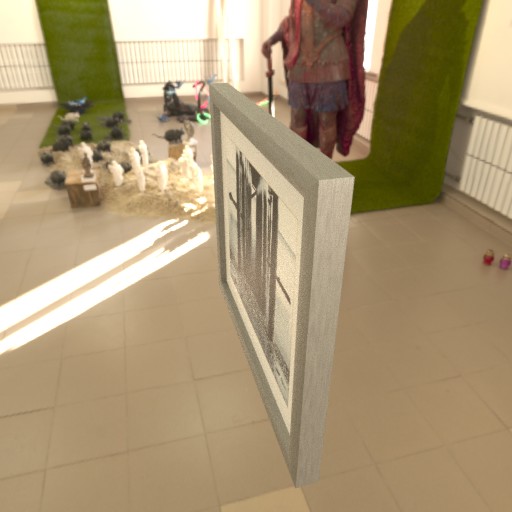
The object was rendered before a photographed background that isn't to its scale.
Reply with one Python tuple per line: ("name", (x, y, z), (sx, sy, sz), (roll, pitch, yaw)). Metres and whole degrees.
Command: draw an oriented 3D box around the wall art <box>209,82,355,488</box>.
("wall art", (0.000, 0.000, 0.528), (0.028, 0.330, 0.380), (-8, 31, -14))
